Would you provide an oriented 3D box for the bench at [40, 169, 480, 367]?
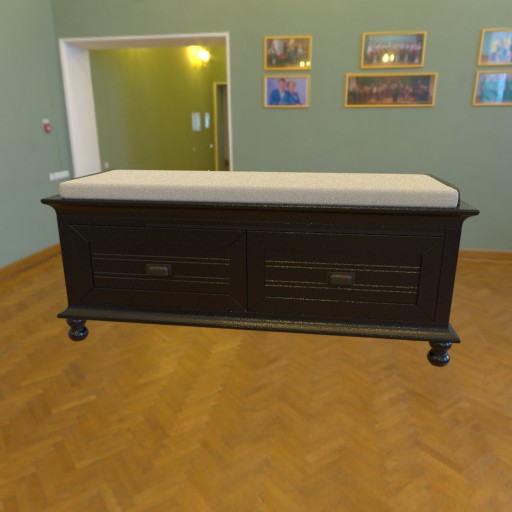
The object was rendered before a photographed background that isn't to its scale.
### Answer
[{"bbox_3d":[0.000,0.000,1.432,1.185,0.501,0.402,2,17,8],"label":"bench"}]
